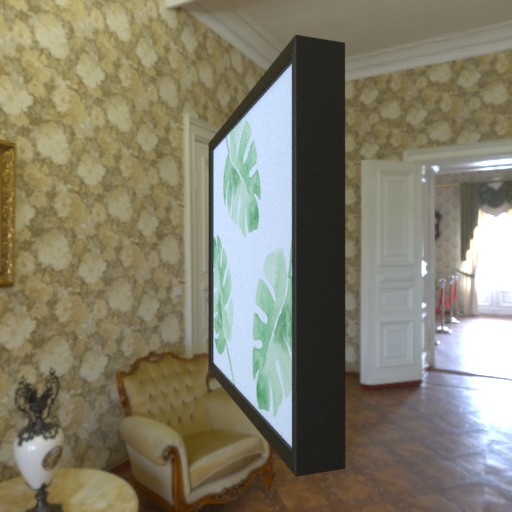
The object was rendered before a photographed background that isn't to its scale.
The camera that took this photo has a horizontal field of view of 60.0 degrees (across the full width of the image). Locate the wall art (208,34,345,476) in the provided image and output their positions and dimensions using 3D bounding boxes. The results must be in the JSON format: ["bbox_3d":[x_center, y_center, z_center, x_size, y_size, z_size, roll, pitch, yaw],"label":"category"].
[{"bbox_3d":[0.000,0.000,0.455,0.038,0.304,0.304,0,0,-17],"label":"wall art"}]
